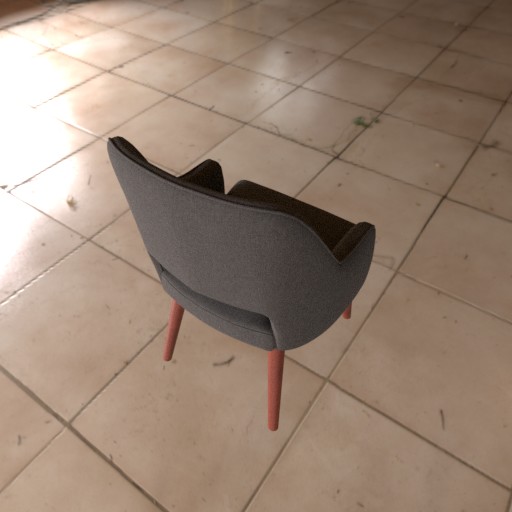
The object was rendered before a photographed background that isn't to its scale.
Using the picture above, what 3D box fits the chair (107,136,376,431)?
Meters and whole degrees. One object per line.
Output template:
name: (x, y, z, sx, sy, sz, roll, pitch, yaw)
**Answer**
chair: (0.000, 0.000, 1.214, 0.559, 0.838, 0.560, 26, 52, 23)
